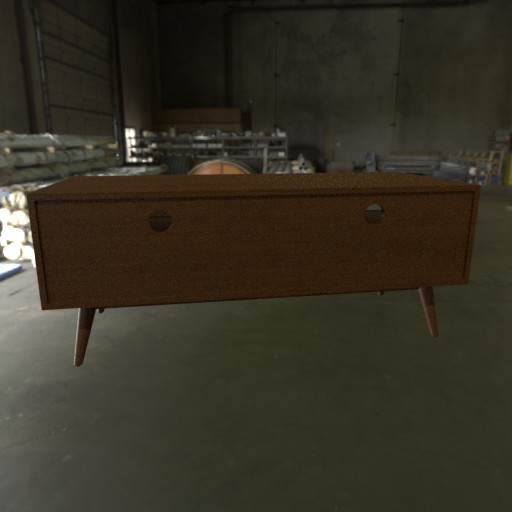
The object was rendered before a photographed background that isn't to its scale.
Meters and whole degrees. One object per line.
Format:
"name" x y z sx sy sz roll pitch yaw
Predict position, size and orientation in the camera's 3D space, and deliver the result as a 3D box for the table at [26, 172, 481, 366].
"table" 0.000 0.000 1.368 1.119 0.464 0.490 -3 15 -10
